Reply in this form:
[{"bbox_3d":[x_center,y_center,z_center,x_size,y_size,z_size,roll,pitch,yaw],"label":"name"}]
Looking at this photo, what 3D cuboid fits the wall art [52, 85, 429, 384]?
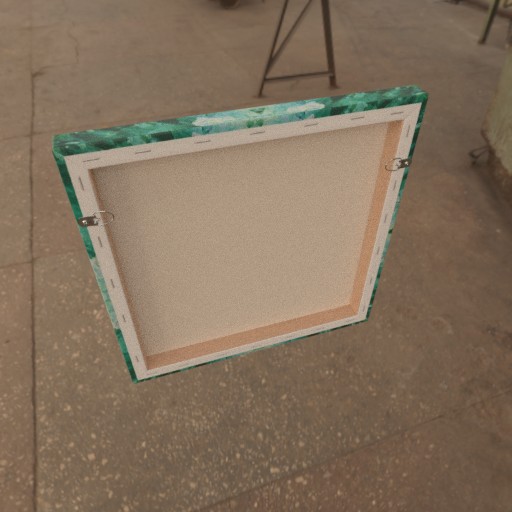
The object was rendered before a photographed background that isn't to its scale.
[{"bbox_3d":[0.000,0.000,0.750,0.507,0.508,0.038,-12,44,-13],"label":"wall art"}]
